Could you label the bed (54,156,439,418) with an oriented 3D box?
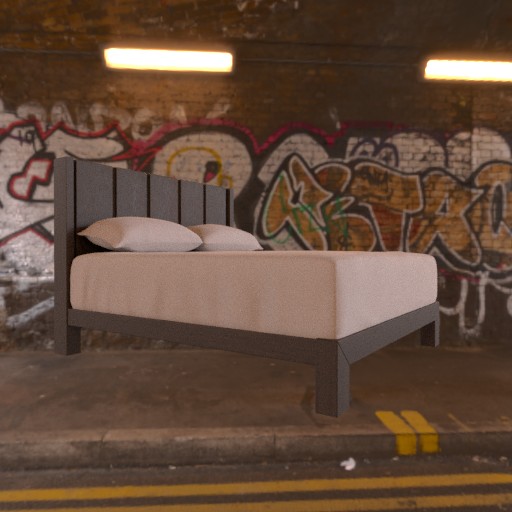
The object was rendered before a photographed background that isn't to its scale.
[{"bbox_3d":[0.000,0.000,3.023,1.992,1.261,1.735,0,1,35],"label":"bed"}]
